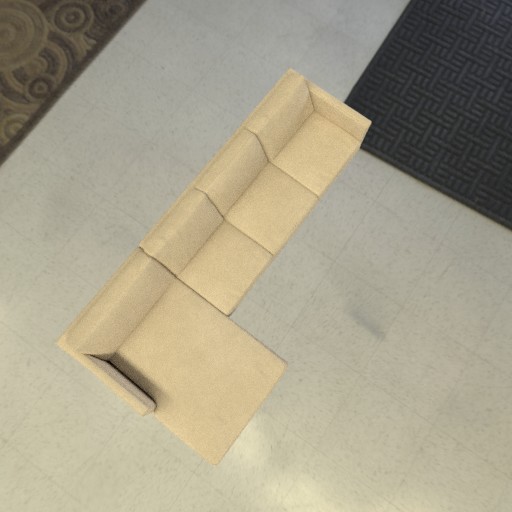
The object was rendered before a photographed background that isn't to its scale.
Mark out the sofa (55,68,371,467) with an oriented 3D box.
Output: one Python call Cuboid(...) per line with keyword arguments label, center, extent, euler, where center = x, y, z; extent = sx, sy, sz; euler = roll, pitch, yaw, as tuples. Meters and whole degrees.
Cuboid(label="sofa", center=(0.000, 0.000, 3.947), extent=(1.625, 0.846, 3.186), euler=(36, 79, 8))
